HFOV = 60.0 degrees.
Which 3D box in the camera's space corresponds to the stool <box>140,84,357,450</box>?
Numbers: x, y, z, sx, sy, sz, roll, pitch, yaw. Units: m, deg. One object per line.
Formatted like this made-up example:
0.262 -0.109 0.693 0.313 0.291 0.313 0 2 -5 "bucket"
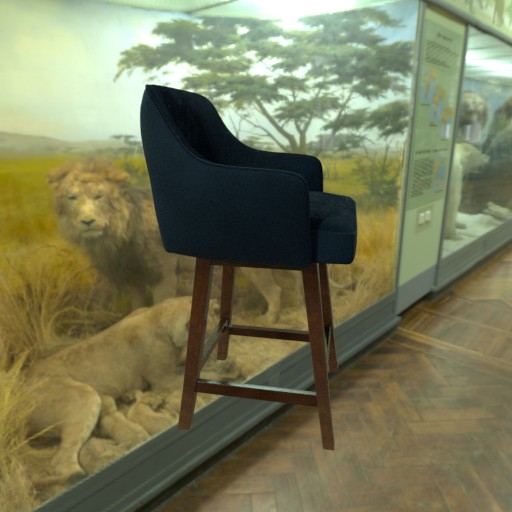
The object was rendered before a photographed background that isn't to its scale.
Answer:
0.000 0.000 1.298 0.560 0.940 0.550 3 17 11 "stool"
